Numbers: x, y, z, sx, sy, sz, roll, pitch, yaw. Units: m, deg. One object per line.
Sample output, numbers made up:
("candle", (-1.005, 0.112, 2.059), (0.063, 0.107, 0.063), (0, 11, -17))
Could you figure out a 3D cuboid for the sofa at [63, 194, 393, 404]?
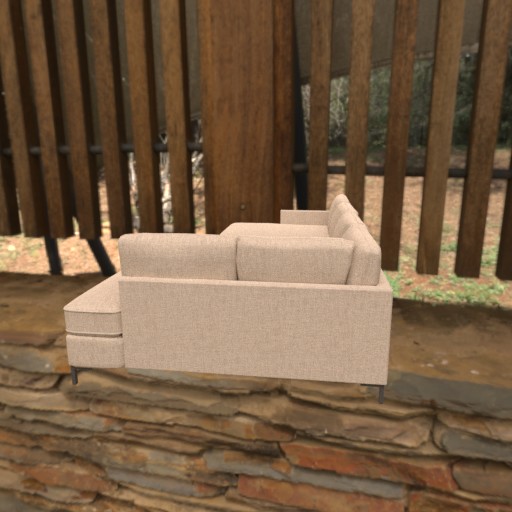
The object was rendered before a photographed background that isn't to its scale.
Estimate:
("sofa", (0.000, 0.000, 4.295), (2.021, 0.996, 3.423), (2, 14, 7))
